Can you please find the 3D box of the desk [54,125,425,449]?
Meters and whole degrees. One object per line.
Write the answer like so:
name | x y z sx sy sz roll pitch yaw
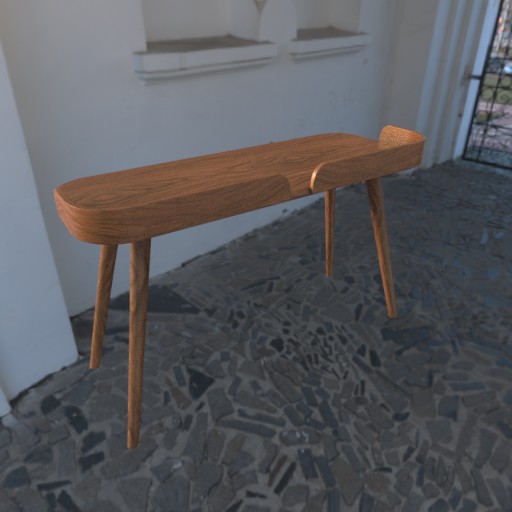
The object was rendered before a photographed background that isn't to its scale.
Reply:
desk | 0.000 0.000 1.642 1.256 0.800 0.486 -18 34 -29
